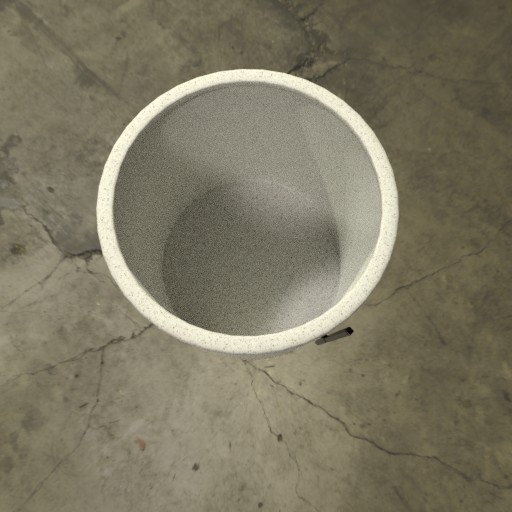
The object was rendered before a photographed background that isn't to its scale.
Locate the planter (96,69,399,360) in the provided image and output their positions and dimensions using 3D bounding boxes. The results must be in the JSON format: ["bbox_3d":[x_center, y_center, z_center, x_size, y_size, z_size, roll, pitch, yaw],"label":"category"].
[{"bbox_3d":[0.000,0.000,0.653,0.335,0.423,0.313,43,80,10],"label":"planter"}]
